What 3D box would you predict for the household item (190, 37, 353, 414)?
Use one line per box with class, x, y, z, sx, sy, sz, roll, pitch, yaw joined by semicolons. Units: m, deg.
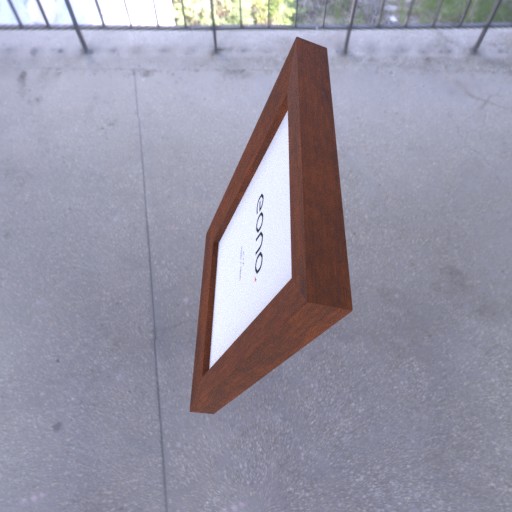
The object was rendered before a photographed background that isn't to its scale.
household item;0.000;0.000;0.290;0.096;0.204;0.160;1;59;1
